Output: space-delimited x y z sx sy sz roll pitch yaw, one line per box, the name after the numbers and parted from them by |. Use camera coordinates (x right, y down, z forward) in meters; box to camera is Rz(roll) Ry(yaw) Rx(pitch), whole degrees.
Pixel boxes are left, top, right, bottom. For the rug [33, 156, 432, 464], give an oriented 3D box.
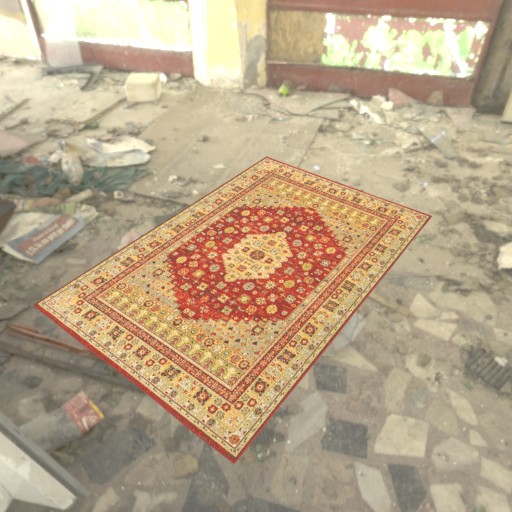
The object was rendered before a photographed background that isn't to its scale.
0.000 0.000 2.301 1.194 0.013 1.802 26 47 28 | rug
